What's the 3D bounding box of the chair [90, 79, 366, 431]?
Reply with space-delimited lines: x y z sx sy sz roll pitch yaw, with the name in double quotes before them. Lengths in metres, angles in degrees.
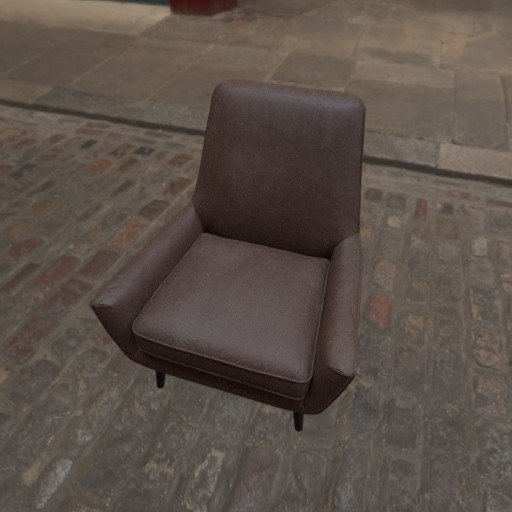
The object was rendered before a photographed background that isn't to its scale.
"chair" 0.000 0.000 1.510 0.787 0.888 0.824 13 45 13
